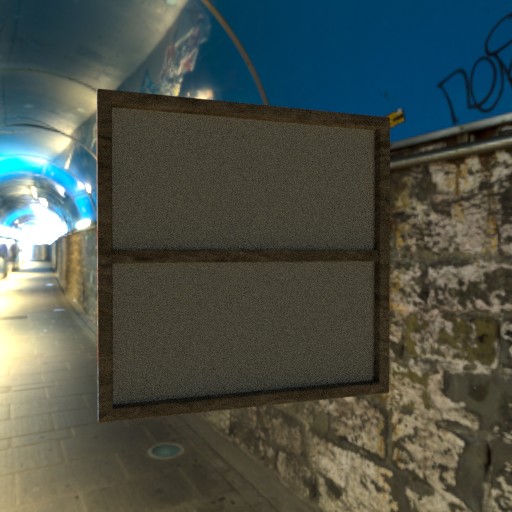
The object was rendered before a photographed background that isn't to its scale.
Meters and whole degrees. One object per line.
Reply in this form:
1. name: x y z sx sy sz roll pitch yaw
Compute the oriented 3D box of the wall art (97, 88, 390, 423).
1. wall art: 0.000 0.000 1.108 0.747 0.747 0.035 0 1 -17
